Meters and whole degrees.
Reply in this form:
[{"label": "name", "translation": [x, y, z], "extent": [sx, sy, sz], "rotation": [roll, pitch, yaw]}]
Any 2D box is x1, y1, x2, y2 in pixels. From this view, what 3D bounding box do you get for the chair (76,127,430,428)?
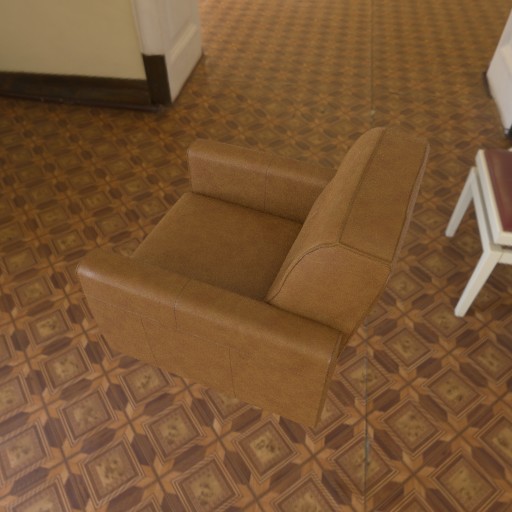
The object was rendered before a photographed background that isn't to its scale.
[{"label": "chair", "translation": [0.000, 0.000, 1.633], "extent": [0.942, 0.968, 0.845], "rotation": [18, 49, 16]}]
